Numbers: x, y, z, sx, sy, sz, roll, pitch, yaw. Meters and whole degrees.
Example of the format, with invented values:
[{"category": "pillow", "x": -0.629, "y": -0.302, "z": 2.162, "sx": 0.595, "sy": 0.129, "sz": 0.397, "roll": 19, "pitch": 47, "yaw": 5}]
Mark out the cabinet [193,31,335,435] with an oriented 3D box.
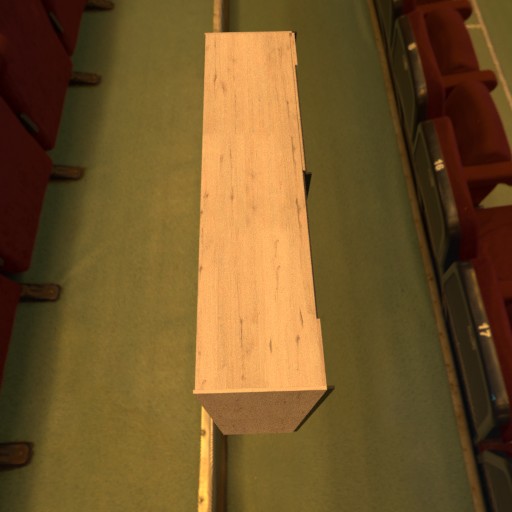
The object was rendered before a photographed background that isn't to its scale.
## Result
[{"category": "cabinet", "x": 0.000, "y": 0.000, "z": 3.592, "sx": 0.660, "sy": 2.180, "sz": 2.500, "roll": -2, "pitch": 63, "yaw": -1}]
